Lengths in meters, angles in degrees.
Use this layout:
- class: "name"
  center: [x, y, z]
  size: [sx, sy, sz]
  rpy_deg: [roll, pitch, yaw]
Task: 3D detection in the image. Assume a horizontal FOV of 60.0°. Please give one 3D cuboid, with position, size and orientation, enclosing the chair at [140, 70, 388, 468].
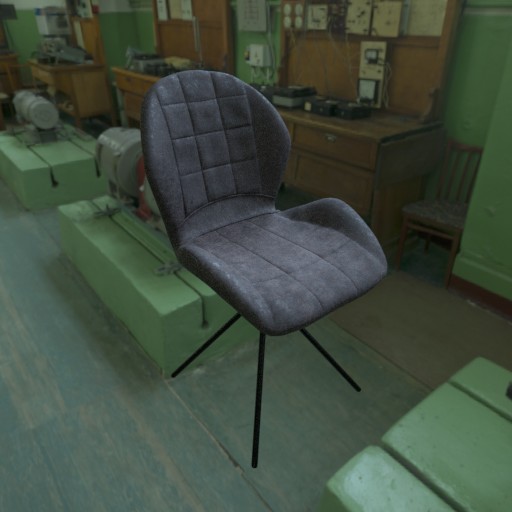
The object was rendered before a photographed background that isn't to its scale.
- class: "chair"
  center: [0.000, 0.000, 1.268]
  size: [0.527, 0.934, 0.640]
  rpy_deg: [-22, 36, -33]
